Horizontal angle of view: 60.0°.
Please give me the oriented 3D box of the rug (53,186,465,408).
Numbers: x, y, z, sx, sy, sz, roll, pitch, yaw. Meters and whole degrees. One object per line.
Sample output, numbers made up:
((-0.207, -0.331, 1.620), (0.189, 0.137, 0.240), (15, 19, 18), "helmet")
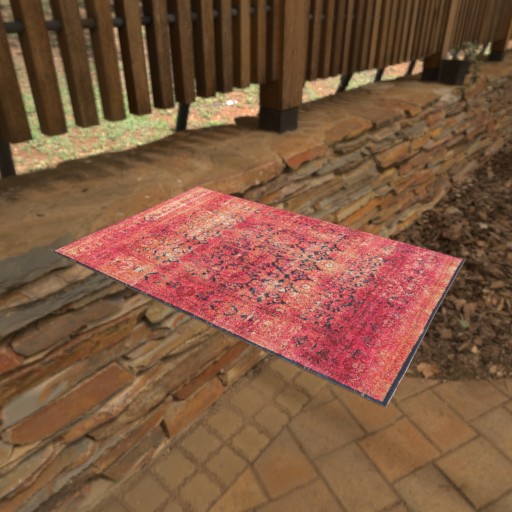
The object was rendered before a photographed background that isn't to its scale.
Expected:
((0.000, 0.000, 3.096), (2.449, 0.018, 1.539), (19, 35, 29), "rug")
